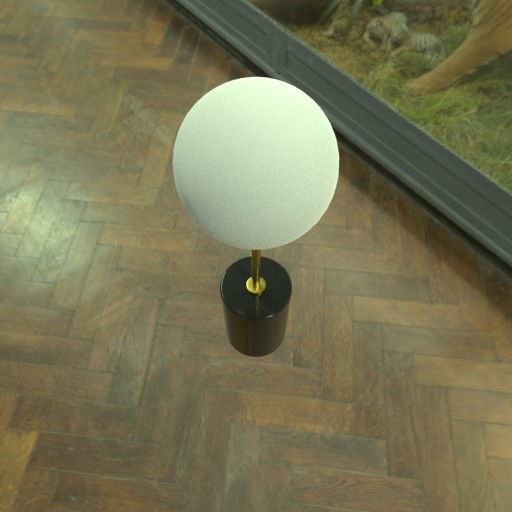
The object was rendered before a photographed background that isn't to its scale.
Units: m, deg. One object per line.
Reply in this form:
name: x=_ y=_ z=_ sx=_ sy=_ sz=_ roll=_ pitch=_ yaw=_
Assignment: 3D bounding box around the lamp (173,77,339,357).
lamp: x=0.000 y=0.000 z=0.554 sx=0.153 sy=0.480 sz=0.153 roll=0 pitch=59 yaw=0
